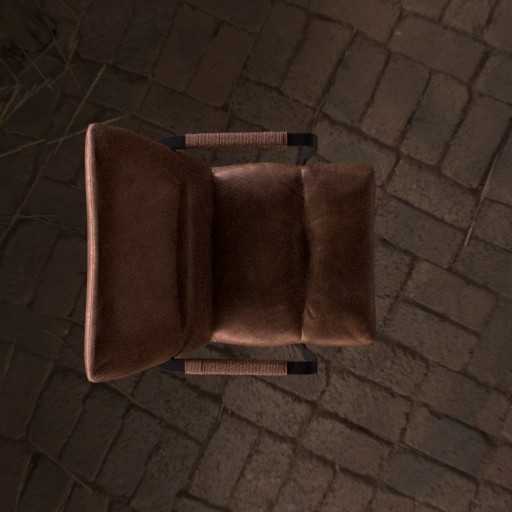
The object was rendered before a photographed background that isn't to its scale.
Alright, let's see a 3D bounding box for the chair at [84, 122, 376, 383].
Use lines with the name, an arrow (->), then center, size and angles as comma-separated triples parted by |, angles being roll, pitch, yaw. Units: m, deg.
chair -> 0.000, 0.000, 1.404 | 0.754, 0.922, 0.727 | 0, 90, 0
